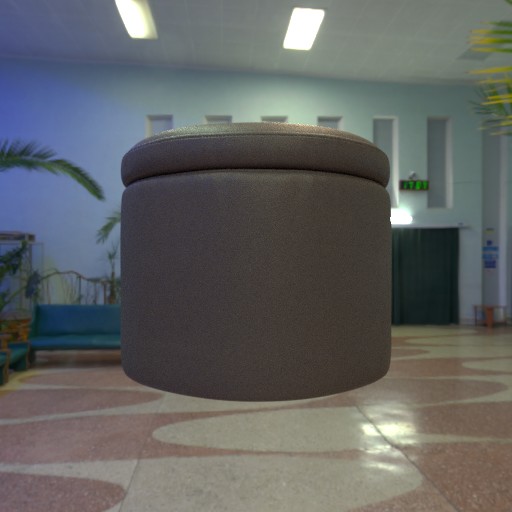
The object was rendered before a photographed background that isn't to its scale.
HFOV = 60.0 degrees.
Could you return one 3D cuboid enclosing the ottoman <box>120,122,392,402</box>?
[{"bbox_3d":[0.000,0.000,0.854,0.500,0.409,0.500,0,-1,0],"label":"ottoman"}]
